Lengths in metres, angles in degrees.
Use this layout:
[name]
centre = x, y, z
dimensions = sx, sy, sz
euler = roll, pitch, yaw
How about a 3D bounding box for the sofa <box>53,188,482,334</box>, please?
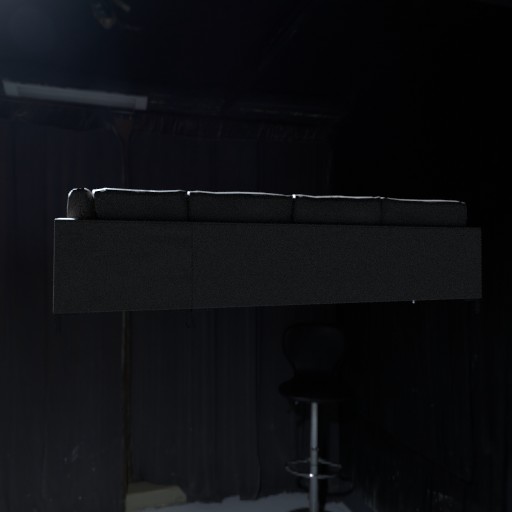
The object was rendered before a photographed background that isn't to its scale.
[sofa]
centre = 0.000, 0.000, 4.227
dimensions = 3.331, 0.964, 2.077
euler = 0, 1, -17
